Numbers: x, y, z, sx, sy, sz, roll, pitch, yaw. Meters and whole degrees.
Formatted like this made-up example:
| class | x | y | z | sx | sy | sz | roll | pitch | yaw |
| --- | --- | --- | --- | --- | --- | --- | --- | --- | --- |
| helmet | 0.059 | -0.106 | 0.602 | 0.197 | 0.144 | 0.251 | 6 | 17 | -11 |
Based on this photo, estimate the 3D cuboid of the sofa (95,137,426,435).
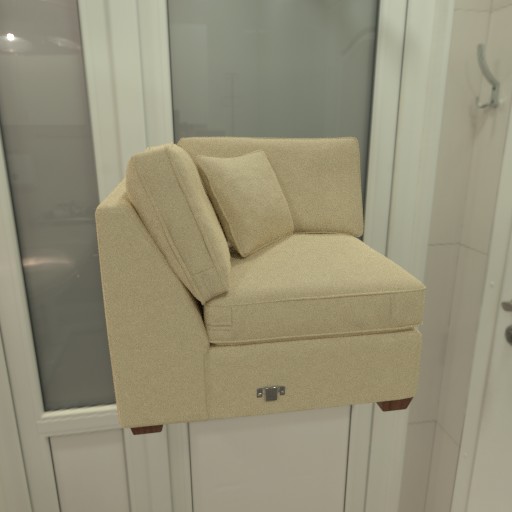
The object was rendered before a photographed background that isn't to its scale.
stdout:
| class | x | y | z | sx | sy | sz | roll | pitch | yaw |
| --- | --- | --- | --- | --- | --- | --- | --- | --- | --- |
| sofa | 0.000 | 0.000 | 1.952 | 1.146 | 1.002 | 1.084 | -3 | 17 | -10 |
